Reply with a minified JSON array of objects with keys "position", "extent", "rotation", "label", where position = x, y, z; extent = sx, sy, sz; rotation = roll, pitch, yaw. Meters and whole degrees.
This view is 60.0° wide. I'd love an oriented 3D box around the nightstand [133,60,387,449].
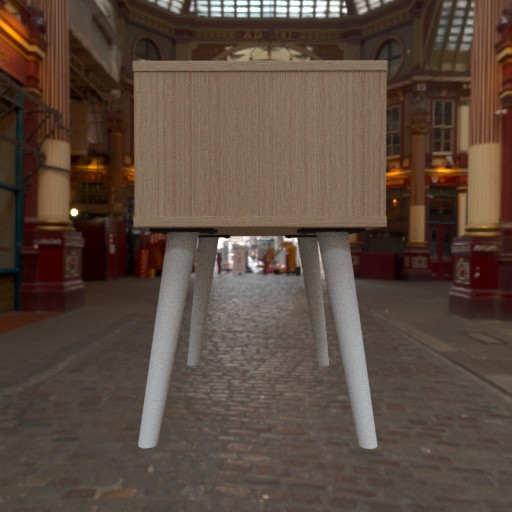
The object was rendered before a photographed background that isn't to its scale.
[{"position":[0.000,0.000,0.971],"extent":[0.407,0.610,0.571],"rotation":[0,1,0],"label":"nightstand"}]
